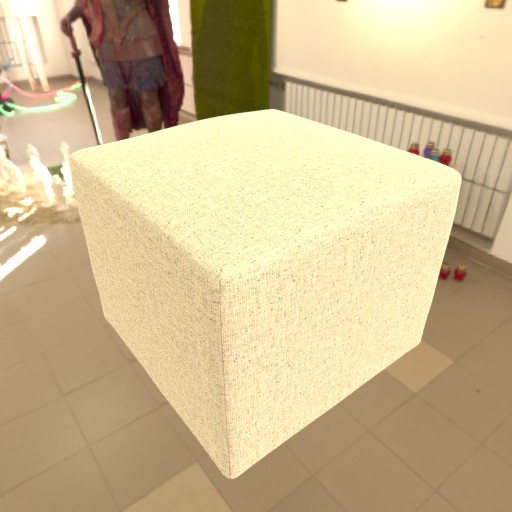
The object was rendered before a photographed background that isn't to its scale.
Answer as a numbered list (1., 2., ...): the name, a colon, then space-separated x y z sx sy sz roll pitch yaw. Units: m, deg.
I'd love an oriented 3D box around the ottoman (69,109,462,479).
1. ottoman: 0.000 0.000 0.885 0.512 0.453 0.521 -23 40 -31
